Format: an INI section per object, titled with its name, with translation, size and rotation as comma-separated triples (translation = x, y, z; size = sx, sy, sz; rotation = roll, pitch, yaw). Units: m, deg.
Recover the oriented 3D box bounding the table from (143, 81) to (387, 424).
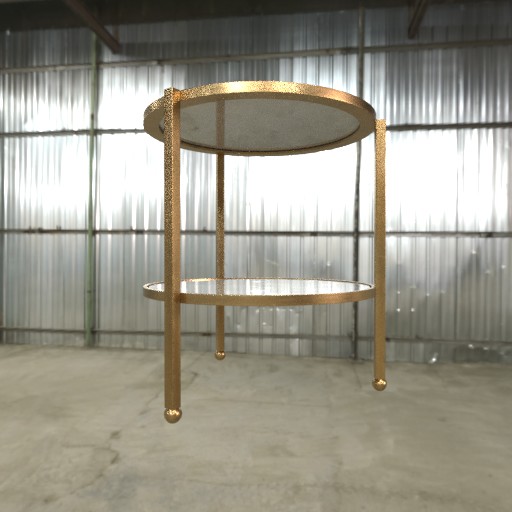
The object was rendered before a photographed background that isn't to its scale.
[table]
translation = 0.000, 0.000, 0.450
size = 0.231, 0.269, 0.243
rotation = 0, 1, 36
